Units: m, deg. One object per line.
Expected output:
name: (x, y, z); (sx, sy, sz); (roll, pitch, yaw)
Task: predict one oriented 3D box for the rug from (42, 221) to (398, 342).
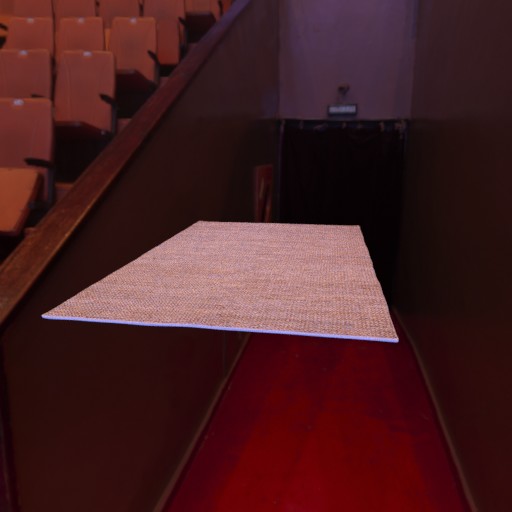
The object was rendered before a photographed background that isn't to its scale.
rug: (0.000, 0.000, 2.996); (1.521, 0.034, 2.438); (2, 14, 9)
